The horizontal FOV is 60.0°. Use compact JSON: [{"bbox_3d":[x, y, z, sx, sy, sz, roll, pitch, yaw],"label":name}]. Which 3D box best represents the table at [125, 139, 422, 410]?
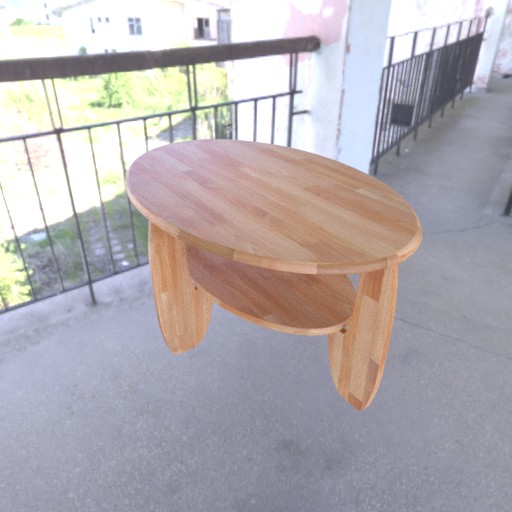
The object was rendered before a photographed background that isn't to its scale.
[{"bbox_3d":[0.000,0.000,1.397,0.690,0.490,1.040,-20,36,-30],"label":"table"}]
